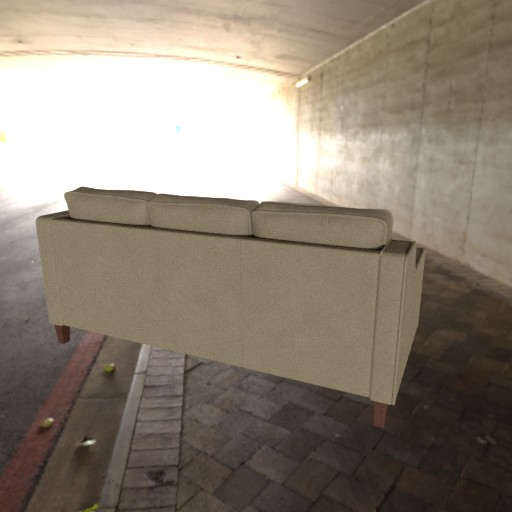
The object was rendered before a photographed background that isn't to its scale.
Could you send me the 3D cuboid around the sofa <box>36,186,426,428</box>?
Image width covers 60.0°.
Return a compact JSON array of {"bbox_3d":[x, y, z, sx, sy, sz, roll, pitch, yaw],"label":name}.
[{"bbox_3d":[0.000,0.000,3.267,2.317,1.066,1.858,7,16,24],"label":"sofa"}]
